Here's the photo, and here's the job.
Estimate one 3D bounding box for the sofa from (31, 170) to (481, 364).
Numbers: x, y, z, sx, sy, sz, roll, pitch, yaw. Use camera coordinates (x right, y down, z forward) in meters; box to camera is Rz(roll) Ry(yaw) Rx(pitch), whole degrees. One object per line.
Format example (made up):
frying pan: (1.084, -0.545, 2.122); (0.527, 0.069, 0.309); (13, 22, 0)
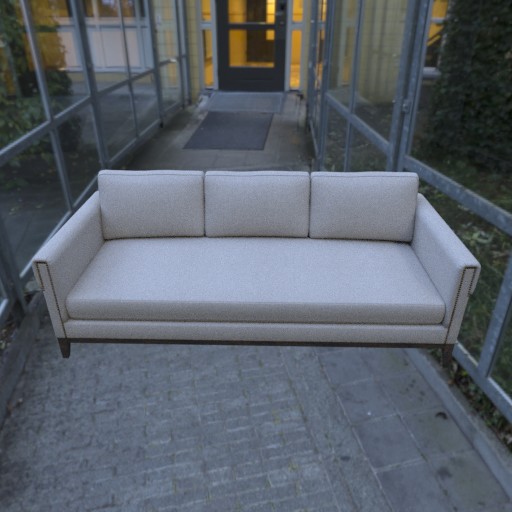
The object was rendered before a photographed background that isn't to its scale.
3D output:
sofa: (0.000, 0.000, 2.679); (2.210, 0.838, 0.959); (1, 29, 1)
